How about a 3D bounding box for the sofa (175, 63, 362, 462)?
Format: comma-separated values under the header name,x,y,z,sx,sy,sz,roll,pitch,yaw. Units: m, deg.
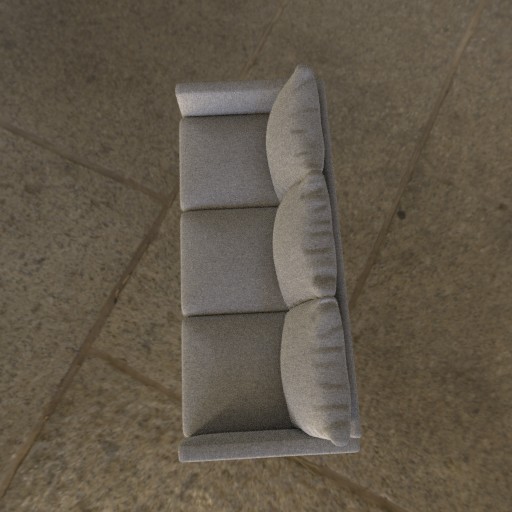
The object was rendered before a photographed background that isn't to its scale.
name,x,y,z,sx,sy,sz,roll,pitch,yaw
sofa,0.000,0.000,2.427,0.850,0.830,2.000,-3,75,-1
